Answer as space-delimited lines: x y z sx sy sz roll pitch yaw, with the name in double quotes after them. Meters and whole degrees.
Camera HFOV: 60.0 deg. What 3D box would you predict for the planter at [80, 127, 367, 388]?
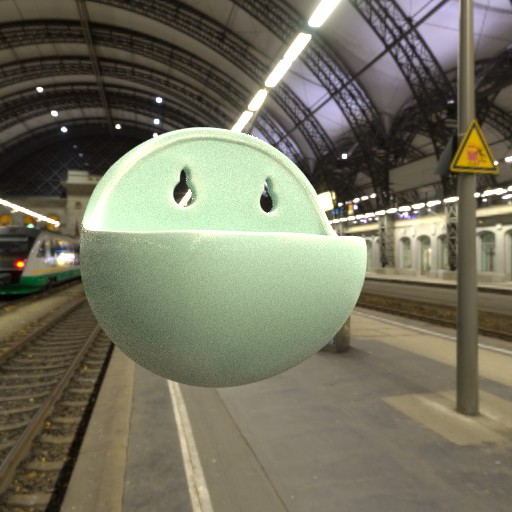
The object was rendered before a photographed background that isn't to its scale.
0.000 0.000 0.263 0.189 0.164 0.073 0 0 -35 "planter"
